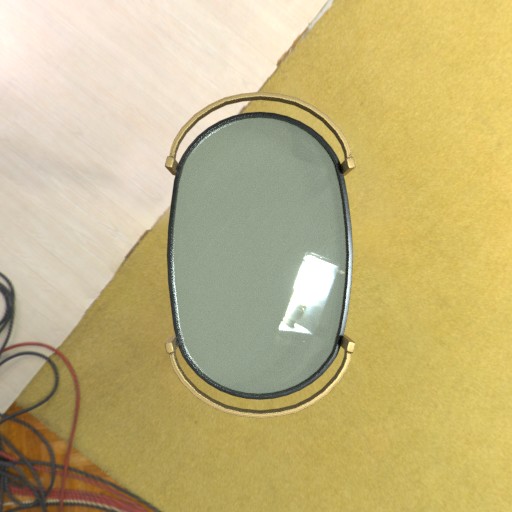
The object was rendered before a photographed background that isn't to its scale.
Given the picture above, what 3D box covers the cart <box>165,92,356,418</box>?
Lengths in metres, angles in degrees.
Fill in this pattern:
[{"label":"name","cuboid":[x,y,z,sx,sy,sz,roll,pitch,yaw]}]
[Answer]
[{"label":"cart","cuboid":[0.000,0.000,1.139,0.311,0.885,0.515,0,90,-1]}]
